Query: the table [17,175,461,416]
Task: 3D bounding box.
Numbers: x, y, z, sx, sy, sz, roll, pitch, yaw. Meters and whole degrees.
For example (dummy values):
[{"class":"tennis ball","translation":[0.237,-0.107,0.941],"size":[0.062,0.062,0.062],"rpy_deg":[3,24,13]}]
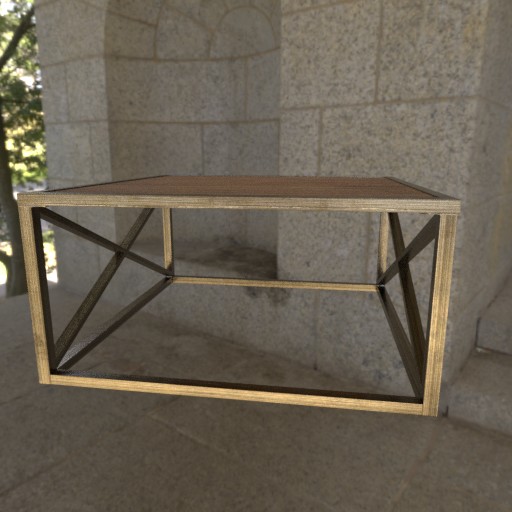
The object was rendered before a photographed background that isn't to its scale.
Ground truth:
[{"class":"table","translation":[0.000,0.000,1.373],"size":[0.909,0.451,0.899],"rpy_deg":[2,13,9]}]
